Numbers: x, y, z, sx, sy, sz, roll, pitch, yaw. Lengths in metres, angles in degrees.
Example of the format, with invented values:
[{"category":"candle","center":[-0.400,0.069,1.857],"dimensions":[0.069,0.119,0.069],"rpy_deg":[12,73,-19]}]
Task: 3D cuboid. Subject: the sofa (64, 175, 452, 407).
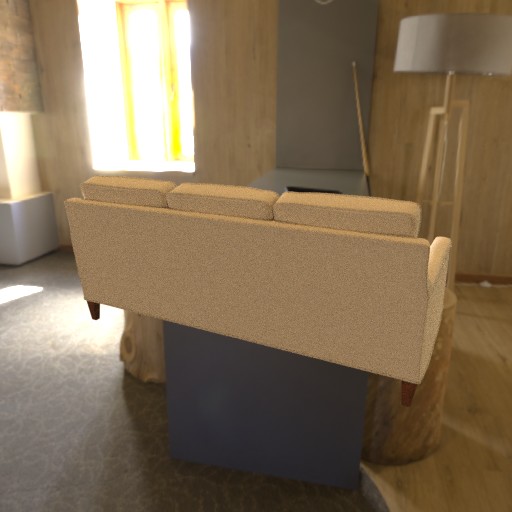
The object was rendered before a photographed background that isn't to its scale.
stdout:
[{"category":"sofa","center":[0.000,0.000,2.849],"dimensions":[2.246,1.003,1.084],"rpy_deg":[9,20,26]}]
